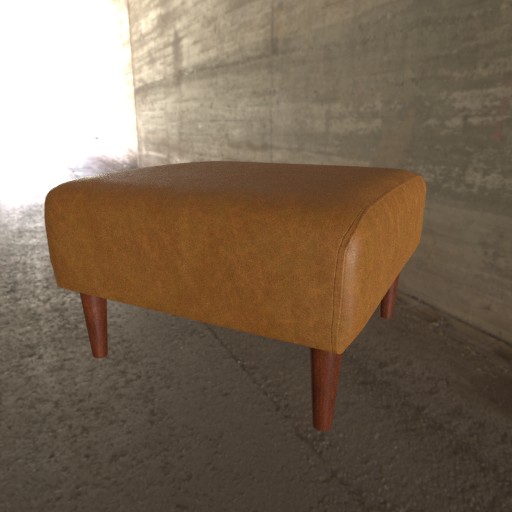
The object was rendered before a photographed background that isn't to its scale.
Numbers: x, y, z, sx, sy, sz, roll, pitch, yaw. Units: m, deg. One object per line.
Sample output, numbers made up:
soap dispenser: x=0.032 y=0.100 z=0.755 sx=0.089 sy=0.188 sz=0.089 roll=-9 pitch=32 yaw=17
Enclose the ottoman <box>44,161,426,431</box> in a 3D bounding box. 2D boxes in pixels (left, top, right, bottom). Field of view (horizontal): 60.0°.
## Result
ottoman: x=0.000 y=0.000 z=1.030 sx=0.650 sy=0.399 sz=0.650 roll=8 pitch=19 yaw=26
